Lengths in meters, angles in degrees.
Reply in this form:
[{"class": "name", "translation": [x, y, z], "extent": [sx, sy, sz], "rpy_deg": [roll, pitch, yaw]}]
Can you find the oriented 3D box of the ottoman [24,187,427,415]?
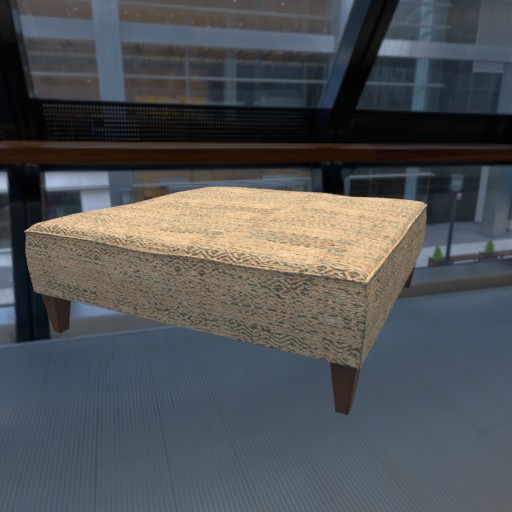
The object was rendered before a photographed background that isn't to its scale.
[{"class": "ottoman", "translation": [0.000, 0.000, 1.496], "extent": [0.968, 0.356, 1.004], "rpy_deg": [8, 18, 25]}]
